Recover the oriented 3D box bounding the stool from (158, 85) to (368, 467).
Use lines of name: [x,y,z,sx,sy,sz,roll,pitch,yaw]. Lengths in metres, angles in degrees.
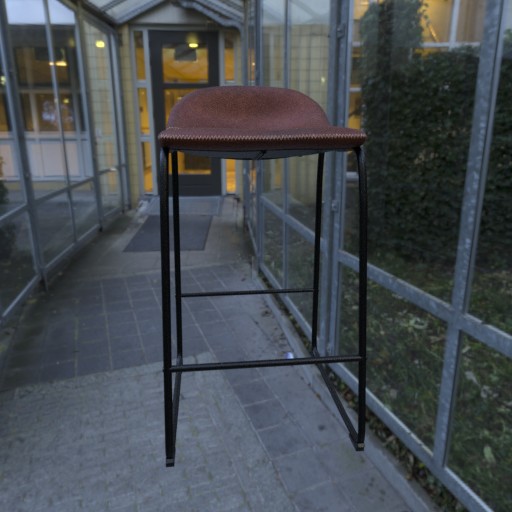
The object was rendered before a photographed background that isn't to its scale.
stool: [0.000,0.000,1.104,0.454,0.830,0.473,-2,17,-6]
